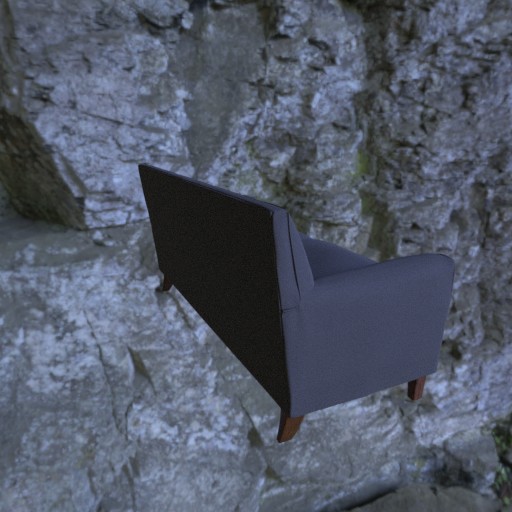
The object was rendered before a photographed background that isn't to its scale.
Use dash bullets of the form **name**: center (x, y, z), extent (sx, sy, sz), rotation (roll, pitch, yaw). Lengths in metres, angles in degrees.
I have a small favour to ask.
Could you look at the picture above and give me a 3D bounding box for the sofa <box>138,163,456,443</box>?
- **sofa**: center (0.000, 0.000, 2.433), extent (0.843, 0.907, 2.002), rotation (-7, 17, -24)
